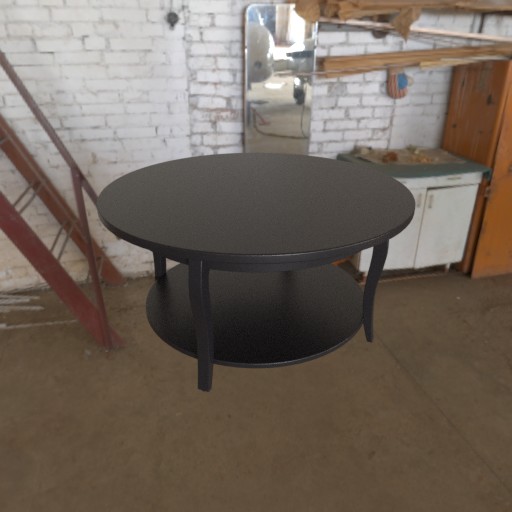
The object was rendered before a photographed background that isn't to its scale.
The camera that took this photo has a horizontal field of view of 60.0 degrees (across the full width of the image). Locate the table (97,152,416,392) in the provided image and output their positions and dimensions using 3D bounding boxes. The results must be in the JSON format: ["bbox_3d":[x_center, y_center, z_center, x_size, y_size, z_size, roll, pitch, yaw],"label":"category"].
[{"bbox_3d":[0.000,0.000,1.434,0.914,0.457,0.914,0,26,0],"label":"table"}]
